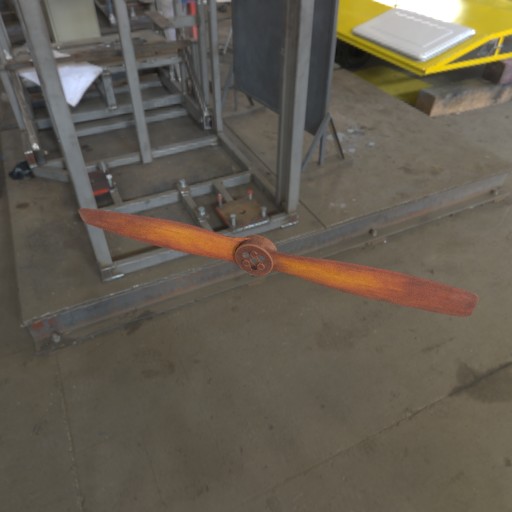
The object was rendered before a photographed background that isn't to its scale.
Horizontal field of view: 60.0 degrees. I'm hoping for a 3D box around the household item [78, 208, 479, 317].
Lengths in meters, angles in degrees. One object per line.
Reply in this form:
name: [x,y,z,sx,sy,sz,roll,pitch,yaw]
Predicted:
household item: [0.000,0.000,1.268,1.181,0.121,0.051,13,43,14]
